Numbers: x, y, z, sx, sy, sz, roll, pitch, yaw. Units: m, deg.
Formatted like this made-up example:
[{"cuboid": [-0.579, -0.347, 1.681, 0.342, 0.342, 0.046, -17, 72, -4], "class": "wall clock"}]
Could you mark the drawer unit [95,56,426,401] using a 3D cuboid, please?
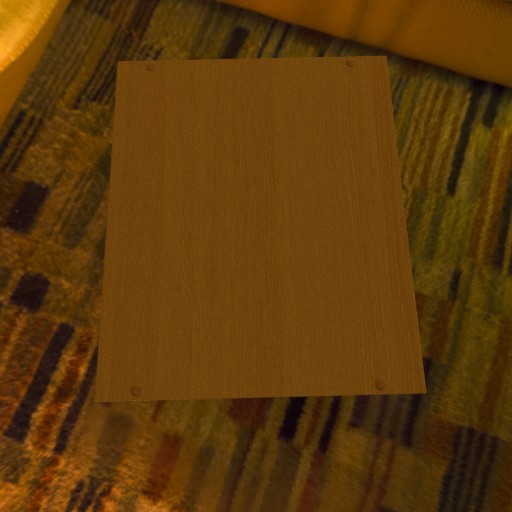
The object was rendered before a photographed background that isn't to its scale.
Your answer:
[{"cuboid": [0.000, 0.000, 0.598, 0.290, 0.344, 0.349, -1, 75, 0], "class": "drawer unit"}]
